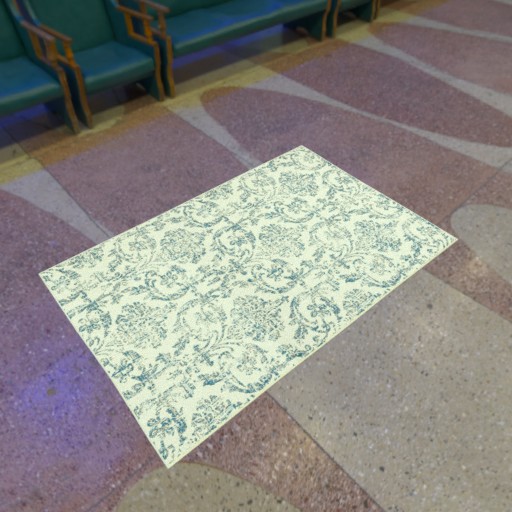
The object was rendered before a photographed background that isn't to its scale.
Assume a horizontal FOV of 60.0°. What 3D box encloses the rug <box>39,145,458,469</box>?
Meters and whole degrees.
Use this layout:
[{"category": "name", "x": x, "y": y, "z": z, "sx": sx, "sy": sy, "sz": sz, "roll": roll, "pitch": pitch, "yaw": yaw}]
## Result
[{"category": "rug", "x": 0.000, "y": 0.000, "z": 3.457, "sx": 2.746, "sy": 0.018, "sz": 1.819, "roll": -31, "pitch": 54, "yaw": -26}]
